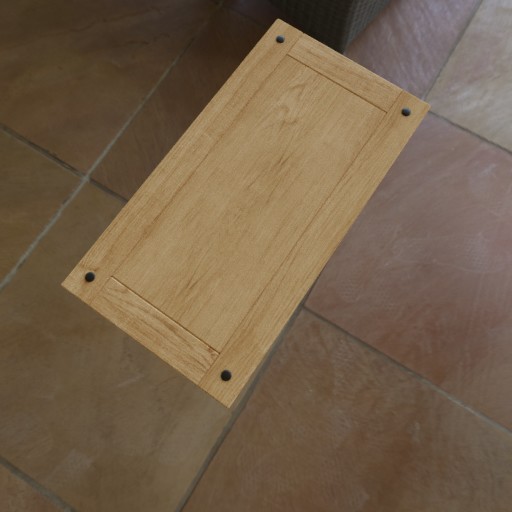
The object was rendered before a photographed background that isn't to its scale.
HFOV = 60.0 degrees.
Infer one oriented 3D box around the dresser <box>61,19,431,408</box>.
[{"bbox_3d":[0.000,0.000,1.724,0.485,1.300,0.915,34,78,8],"label":"dresser"}]
